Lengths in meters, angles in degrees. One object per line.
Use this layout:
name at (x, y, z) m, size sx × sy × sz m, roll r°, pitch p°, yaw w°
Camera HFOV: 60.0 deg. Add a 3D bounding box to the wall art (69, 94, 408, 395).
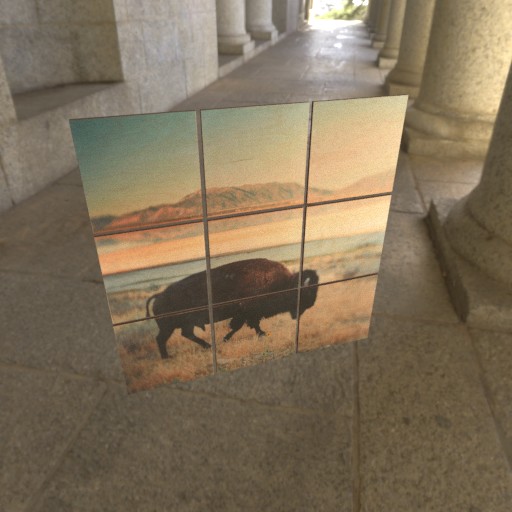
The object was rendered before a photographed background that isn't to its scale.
wall art at (0.000, 0.000, 1.851) m, size 1.221 × 1.218 × 0.019 m, roll -10°, pitch 32°, yaw -16°
